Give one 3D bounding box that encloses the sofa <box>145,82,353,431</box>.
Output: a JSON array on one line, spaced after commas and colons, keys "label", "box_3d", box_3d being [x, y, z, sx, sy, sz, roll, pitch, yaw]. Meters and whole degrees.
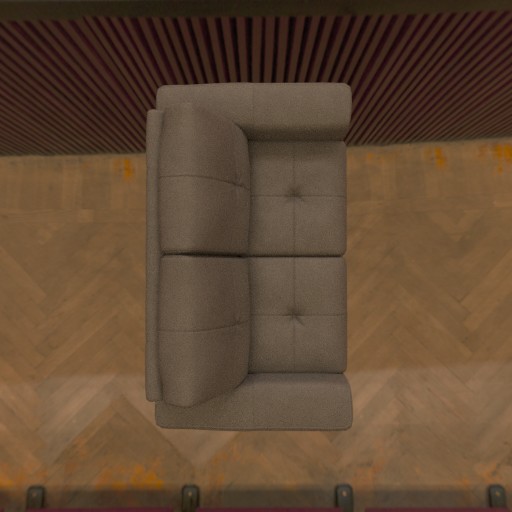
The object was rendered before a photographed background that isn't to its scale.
[{"label": "sofa", "box_3d": [0.000, 0.000, 2.344, 1.018, 0.907, 1.806, 0, 89, 0]}]
